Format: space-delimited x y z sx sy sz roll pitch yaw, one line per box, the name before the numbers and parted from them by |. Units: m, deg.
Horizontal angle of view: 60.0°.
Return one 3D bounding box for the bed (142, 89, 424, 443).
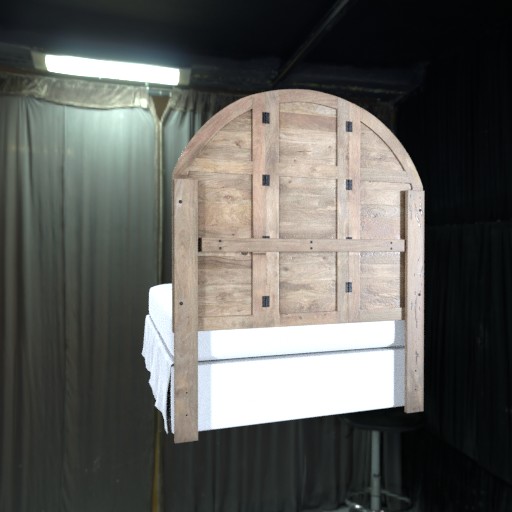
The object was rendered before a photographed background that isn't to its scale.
bed | 0.000 0.000 3.631 1.713 2.002 2.112 0 1 -18
